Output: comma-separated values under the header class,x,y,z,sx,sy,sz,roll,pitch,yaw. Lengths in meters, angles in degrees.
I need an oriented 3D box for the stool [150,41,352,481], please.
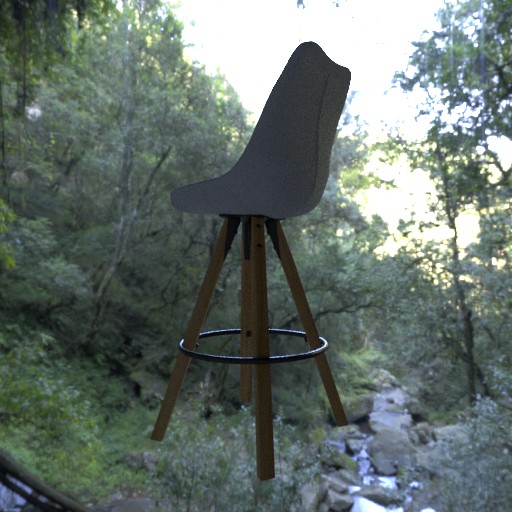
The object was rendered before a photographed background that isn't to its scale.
class,x,y,z,sx,sy,sz,roll,pitch,yaw
stool,0.000,0.000,1.394,0.550,1.115,0.484,0,0,37
